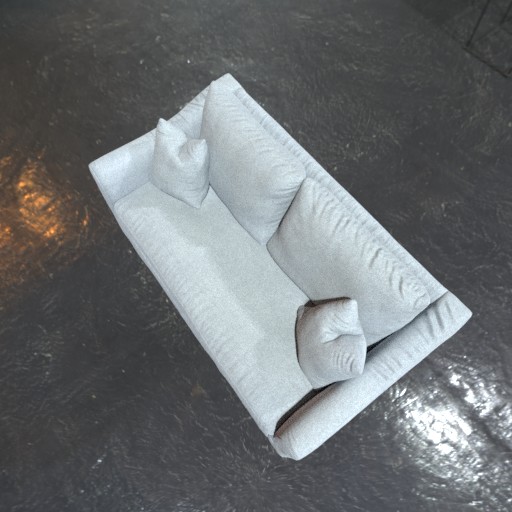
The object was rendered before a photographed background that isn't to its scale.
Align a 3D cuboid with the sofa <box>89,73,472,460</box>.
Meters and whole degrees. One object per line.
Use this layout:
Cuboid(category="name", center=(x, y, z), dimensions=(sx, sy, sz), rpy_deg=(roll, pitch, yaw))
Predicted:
Cuboid(category="sofa", center=(0.000, 0.000, 2.587), dimensions=(1.072, 1.018, 2.010), rpy_deg=(-33, 67, -16))
